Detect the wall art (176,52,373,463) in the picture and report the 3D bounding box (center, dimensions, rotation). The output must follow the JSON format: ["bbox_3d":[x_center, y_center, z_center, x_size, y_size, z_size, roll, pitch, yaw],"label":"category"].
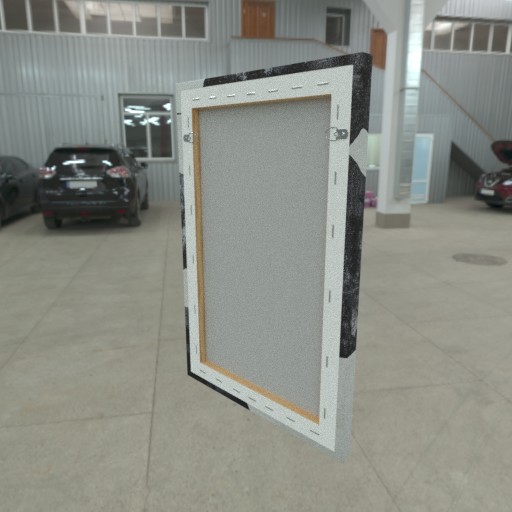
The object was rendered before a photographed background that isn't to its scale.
[{"bbox_3d":[0.000,0.000,1.177,0.610,0.915,0.041,13,19,43],"label":"wall art"}]
